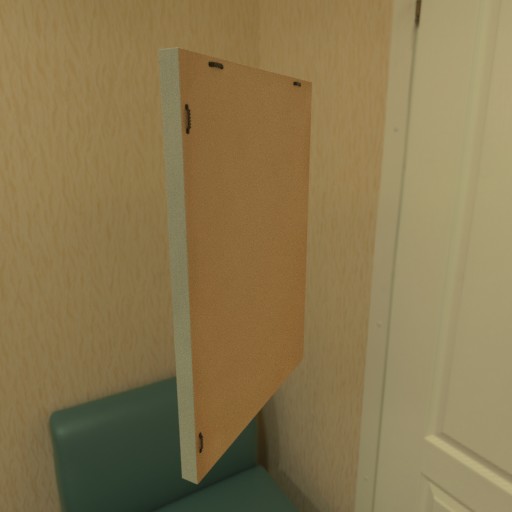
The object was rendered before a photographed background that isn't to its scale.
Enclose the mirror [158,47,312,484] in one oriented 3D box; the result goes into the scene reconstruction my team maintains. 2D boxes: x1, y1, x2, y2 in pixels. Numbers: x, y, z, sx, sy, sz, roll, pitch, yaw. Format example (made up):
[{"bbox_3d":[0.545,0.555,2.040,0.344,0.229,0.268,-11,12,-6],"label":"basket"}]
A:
[{"bbox_3d":[0.000,0.000,0.911,0.039,0.710,0.507,8,18,26],"label":"mirror"}]
